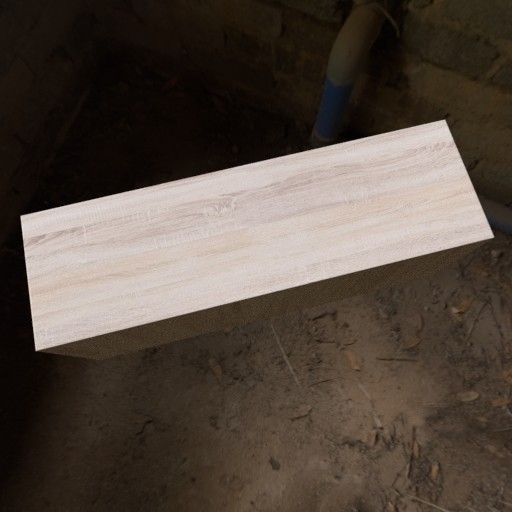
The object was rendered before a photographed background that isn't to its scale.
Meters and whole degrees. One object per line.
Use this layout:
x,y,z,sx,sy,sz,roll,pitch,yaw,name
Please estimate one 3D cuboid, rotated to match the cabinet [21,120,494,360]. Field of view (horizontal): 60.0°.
0.000,0.000,1.985,1.650,0.780,0.500,-14,75,-4,cabinet
